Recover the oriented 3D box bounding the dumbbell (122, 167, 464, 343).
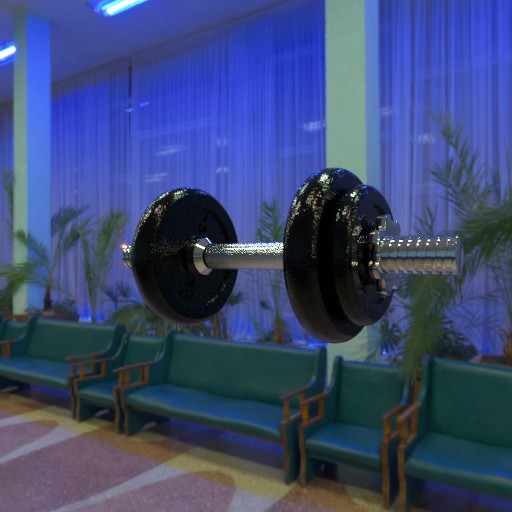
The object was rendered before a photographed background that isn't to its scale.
[{"bbox_3d":[0.000,0.000,0.583,0.497,0.202,0.202,0,-1,35],"label":"dumbbell"}]
